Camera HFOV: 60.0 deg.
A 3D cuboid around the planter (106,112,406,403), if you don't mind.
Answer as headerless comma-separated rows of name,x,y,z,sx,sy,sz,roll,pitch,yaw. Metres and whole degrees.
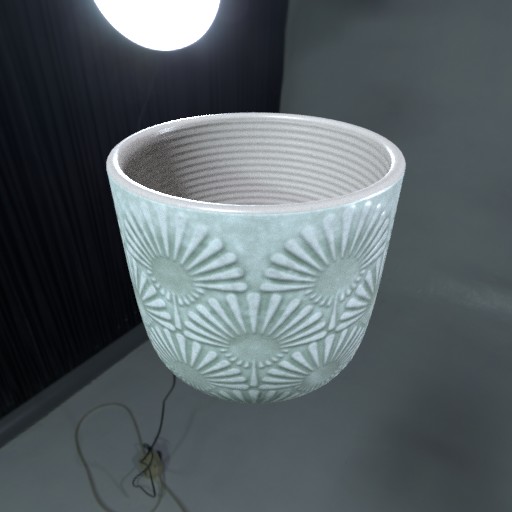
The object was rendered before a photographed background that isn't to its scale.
planter,0.000,0.000,0.218,0.124,0.109,0.124,0,32,0
